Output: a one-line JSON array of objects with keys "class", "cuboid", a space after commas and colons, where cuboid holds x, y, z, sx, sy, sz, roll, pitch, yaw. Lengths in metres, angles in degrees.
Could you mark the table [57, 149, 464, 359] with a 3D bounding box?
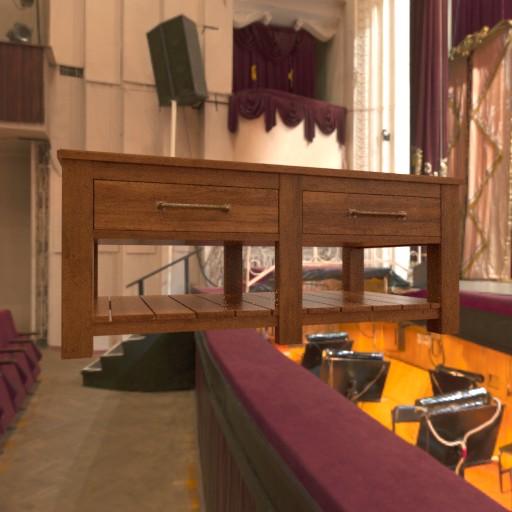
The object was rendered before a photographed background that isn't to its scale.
[{"class": "table", "cuboid": [0.000, 0.000, 1.467, 1.150, 0.480, 0.635, 0, -1, -18]}]
